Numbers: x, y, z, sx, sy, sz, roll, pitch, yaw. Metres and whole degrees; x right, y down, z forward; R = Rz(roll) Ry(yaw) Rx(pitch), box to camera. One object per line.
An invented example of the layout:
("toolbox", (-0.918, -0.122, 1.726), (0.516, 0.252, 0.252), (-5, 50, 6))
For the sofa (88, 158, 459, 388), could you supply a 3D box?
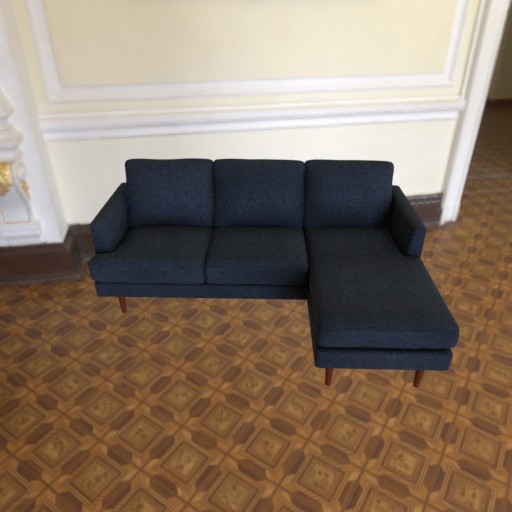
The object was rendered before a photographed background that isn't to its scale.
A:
("sofa", (0.000, 0.000, 3.003), (2.233, 0.956, 1.504), (1, 31, 1))
